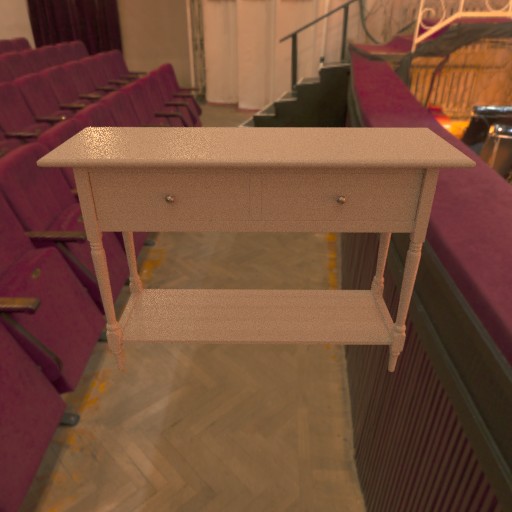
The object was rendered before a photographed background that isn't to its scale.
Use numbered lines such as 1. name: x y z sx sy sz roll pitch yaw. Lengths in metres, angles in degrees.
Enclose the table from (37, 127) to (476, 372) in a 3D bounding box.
1. table: 0.000 0.000 1.567 1.197 0.808 0.384 0 29 0
